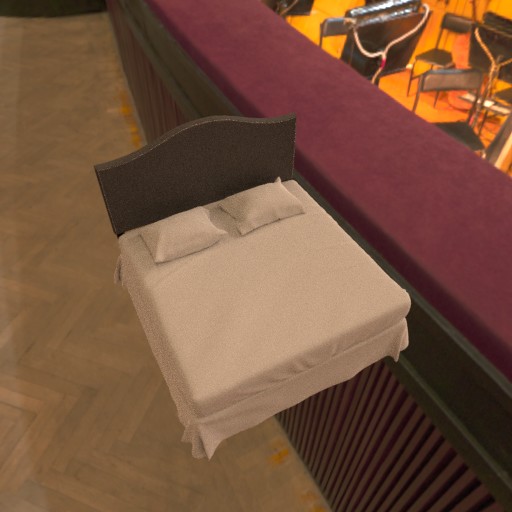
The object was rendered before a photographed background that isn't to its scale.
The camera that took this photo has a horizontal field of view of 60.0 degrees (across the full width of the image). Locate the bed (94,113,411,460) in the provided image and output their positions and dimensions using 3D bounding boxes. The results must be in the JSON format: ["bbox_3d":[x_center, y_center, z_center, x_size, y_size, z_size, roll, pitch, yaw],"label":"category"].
[{"bbox_3d":[0.000,0.000,3.880,2.314,1.651,2.219,-21,49,-19],"label":"bed"}]
